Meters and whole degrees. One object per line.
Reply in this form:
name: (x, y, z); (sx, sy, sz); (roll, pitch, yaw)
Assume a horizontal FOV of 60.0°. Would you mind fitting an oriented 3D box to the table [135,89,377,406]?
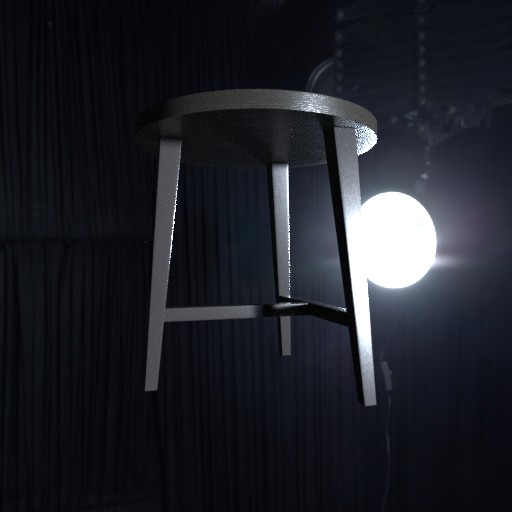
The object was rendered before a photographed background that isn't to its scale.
table: (0.000, 0.000, 0.951); (0.500, 0.531, 0.500); (0, 0, 0)
